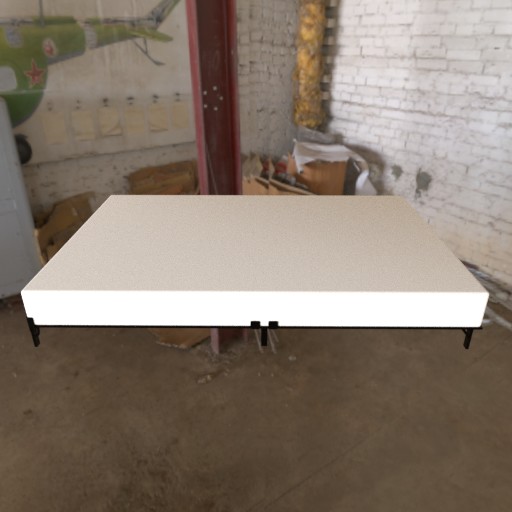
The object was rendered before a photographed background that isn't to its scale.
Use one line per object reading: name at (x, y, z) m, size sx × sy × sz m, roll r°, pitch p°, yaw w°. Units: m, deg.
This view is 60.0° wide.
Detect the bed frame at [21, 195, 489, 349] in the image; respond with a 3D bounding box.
bed frame at (0.000, 0.000, 3.751) m, size 2.987 × 0.440 × 1.930 m, roll 0°, pitch 26°, yaw 0°
